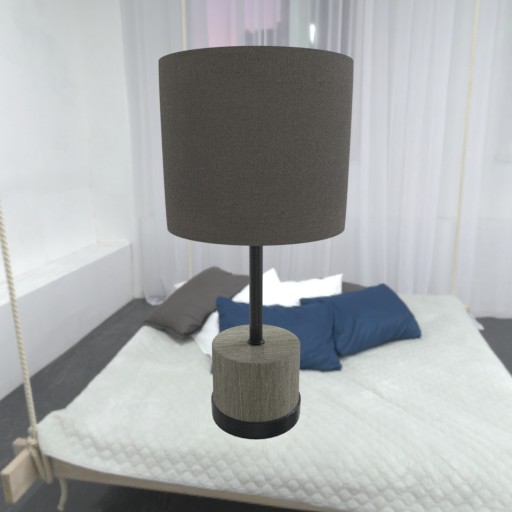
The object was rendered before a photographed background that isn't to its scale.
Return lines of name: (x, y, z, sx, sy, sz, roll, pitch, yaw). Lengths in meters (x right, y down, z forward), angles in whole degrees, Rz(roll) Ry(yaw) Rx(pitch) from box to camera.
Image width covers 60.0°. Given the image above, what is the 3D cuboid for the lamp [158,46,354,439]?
lamp: (0.000, 0.000, 0.586, 0.229, 0.470, 0.229, -3, 15, -9)
